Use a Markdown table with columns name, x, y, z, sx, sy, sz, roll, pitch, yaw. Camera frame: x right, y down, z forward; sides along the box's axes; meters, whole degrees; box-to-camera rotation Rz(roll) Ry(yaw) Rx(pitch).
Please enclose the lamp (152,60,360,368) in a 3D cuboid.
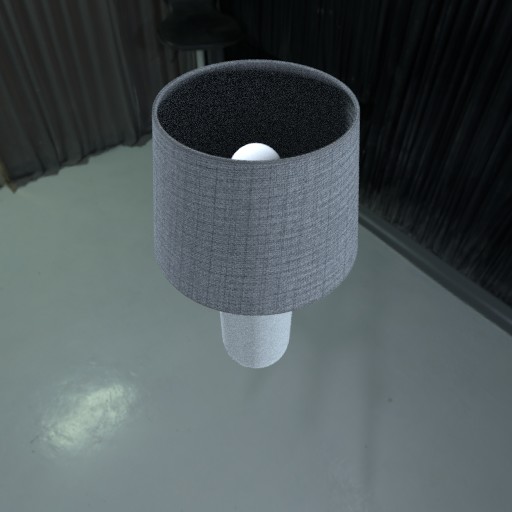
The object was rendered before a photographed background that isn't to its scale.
| name | x | y | z | sx | sy | sz | roll | pitch | yaw |
| --- | --- | --- | --- | --- | --- | --- | --- | --- | --- |
| lamp | 0.000 | 0.000 | 0.583 | 0.251 | 0.429 | 0.251 | 0 | 46 | 0 |
